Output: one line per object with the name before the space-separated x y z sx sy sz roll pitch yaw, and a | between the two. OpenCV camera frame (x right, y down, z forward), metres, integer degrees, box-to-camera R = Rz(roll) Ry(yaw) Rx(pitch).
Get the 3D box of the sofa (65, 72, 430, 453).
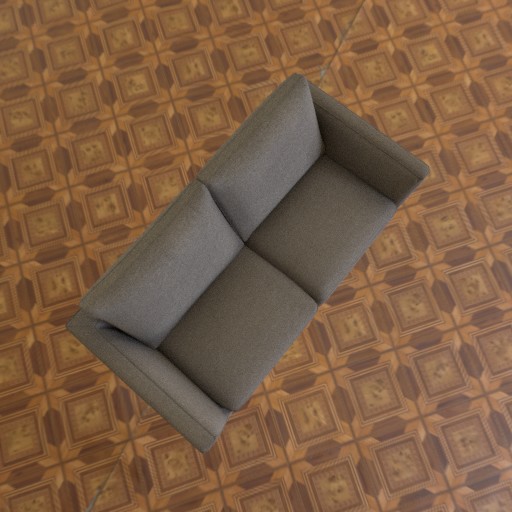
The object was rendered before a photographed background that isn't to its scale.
sofa | 0.000 0.000 2.164 0.803 0.924 1.594 39 79 9
